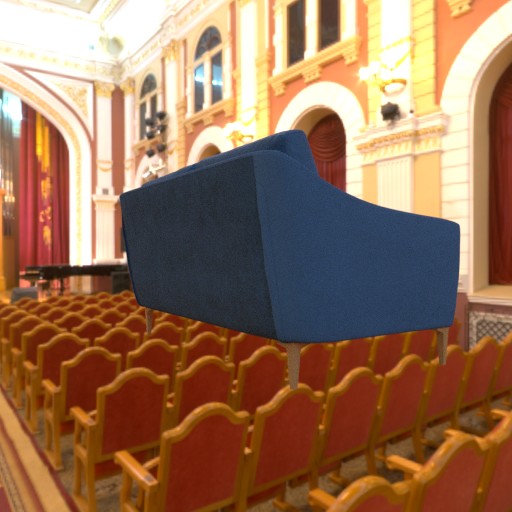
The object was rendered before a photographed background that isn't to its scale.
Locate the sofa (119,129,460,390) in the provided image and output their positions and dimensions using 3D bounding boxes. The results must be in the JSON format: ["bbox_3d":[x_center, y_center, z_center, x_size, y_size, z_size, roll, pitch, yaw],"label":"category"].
[{"bbox_3d":[0.000,0.000,2.206,0.960,0.902,1.619,0,0,-36],"label":"sofa"}]
